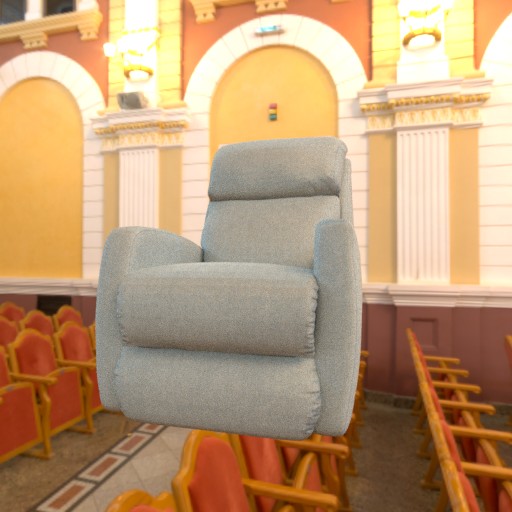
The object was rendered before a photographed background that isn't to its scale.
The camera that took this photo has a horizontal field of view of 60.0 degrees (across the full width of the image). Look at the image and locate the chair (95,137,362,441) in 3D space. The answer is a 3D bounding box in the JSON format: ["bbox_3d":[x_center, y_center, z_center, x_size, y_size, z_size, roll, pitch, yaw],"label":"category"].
[{"bbox_3d":[0.000,0.000,1.630,0.794,1.016,0.940,0,0,17],"label":"chair"}]
